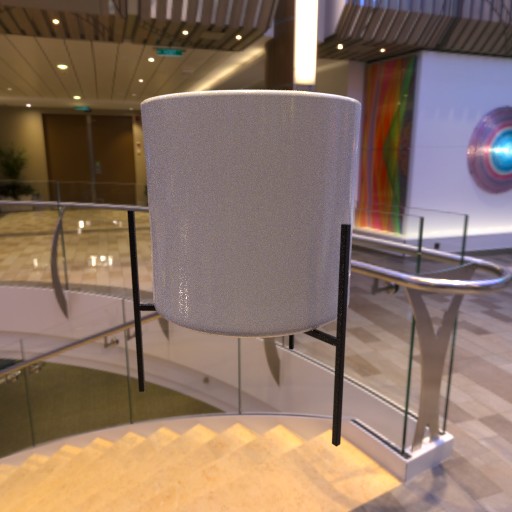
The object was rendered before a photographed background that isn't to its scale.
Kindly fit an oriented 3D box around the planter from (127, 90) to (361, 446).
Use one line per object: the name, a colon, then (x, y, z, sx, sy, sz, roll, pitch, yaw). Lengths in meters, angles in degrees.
planter: (0.000, 0.000, 0.744, 0.360, 0.480, 0.361, 6, 14, 25)
